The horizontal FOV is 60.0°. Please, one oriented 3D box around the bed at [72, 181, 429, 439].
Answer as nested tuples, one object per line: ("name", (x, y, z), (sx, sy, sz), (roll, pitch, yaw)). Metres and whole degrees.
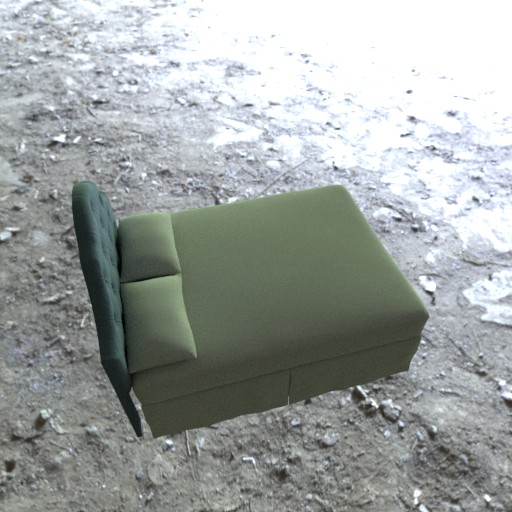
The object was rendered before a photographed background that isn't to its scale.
("bed", (0.000, 0.000, 3.256), (2.155, 1.575, 1.636), (-11, 48, -11))
